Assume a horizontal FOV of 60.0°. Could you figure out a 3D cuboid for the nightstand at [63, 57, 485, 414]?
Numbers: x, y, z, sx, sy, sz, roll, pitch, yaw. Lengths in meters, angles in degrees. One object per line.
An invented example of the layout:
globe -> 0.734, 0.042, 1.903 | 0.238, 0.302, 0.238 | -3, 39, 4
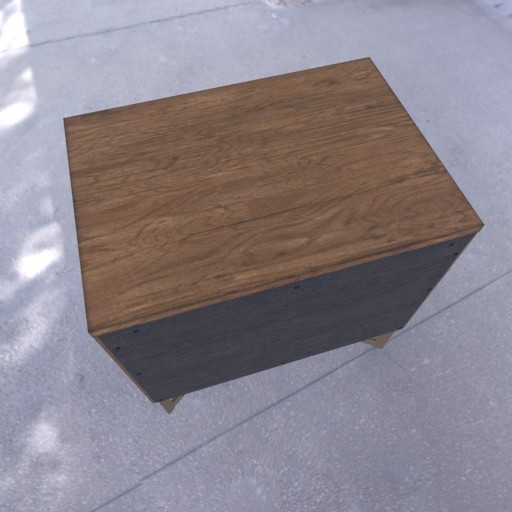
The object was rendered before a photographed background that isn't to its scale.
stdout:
nightstand -> 0.000, 0.000, 1.014 | 0.610, 0.610, 0.446 | -15, 60, -8
